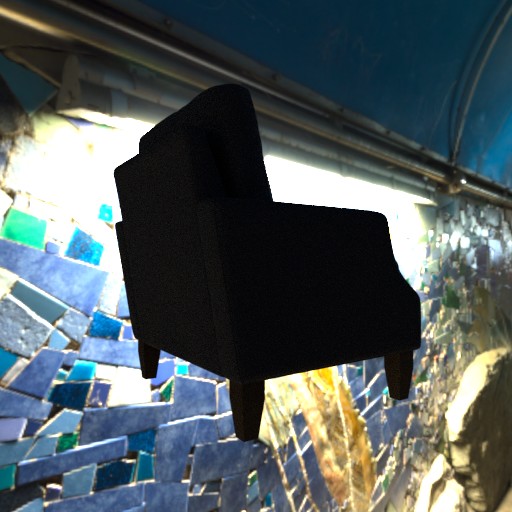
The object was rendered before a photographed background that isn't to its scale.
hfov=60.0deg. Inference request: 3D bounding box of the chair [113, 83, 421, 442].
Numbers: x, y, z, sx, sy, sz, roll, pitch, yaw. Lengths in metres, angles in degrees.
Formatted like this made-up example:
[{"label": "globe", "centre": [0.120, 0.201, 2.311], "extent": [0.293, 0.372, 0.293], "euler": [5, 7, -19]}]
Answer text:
[{"label": "chair", "centre": [0.000, 0.000, 1.663], "extent": [0.897, 0.991, 0.855], "euler": [0, -1, -34]}]
